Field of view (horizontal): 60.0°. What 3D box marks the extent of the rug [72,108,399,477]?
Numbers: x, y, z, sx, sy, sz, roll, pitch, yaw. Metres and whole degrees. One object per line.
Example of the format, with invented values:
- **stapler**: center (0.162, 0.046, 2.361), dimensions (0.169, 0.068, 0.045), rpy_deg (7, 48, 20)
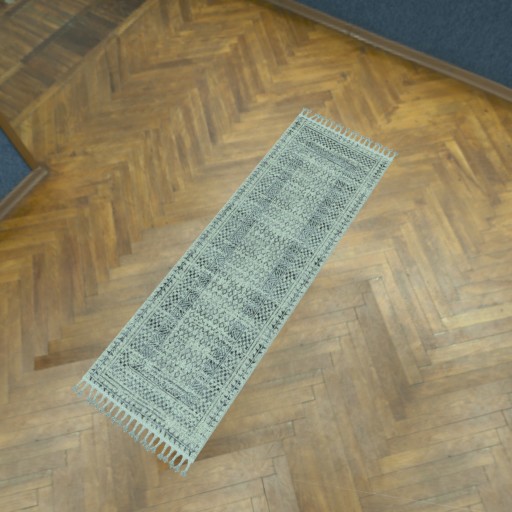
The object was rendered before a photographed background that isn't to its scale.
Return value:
- **rug**: center (0.000, 0.000, 2.763), dimensions (0.786, 0.013, 2.480), rpy_deg (31, 68, 14)
